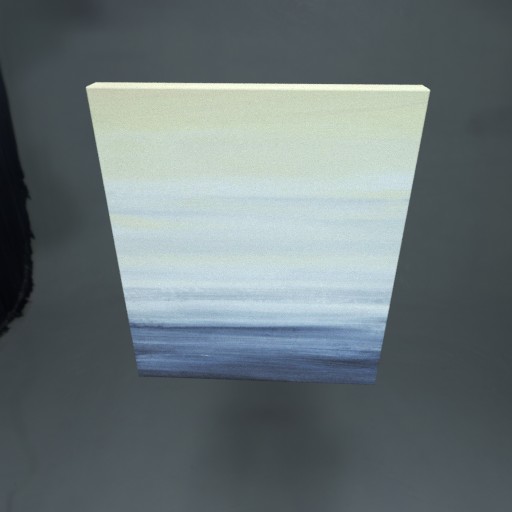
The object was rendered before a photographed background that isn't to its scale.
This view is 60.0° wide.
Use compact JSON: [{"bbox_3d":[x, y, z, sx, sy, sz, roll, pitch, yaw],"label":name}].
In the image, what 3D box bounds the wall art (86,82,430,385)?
[{"bbox_3d":[0.000,0.000,0.704,0.435,0.511,0.037,1,30,2],"label":"wall art"}]
